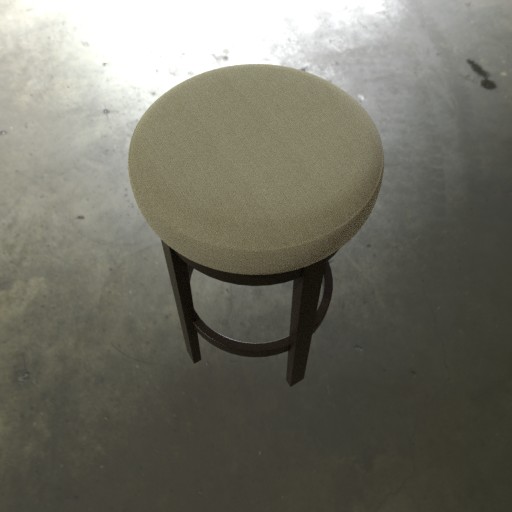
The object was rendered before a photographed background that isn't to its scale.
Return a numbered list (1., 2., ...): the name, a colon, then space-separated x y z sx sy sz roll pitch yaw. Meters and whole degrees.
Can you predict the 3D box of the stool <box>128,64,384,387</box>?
1. stool: 0.000 0.000 1.031 0.446 0.758 0.446 0 58 0
